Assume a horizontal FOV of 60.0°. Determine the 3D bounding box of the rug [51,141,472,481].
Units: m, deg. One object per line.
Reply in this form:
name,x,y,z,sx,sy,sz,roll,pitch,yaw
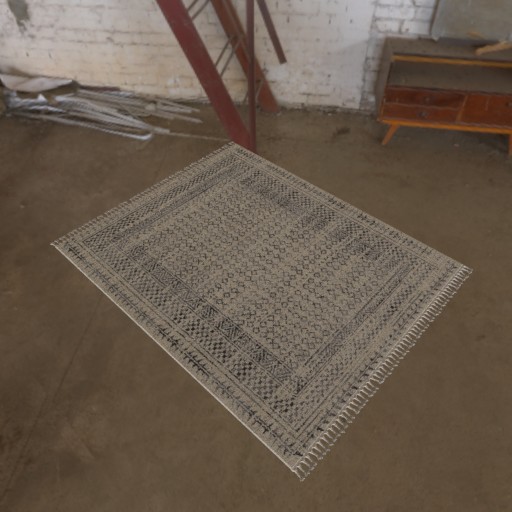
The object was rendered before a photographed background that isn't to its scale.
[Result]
rug,0.000,0.000,3.876,2.940,0.013,2.312,34,55,28
